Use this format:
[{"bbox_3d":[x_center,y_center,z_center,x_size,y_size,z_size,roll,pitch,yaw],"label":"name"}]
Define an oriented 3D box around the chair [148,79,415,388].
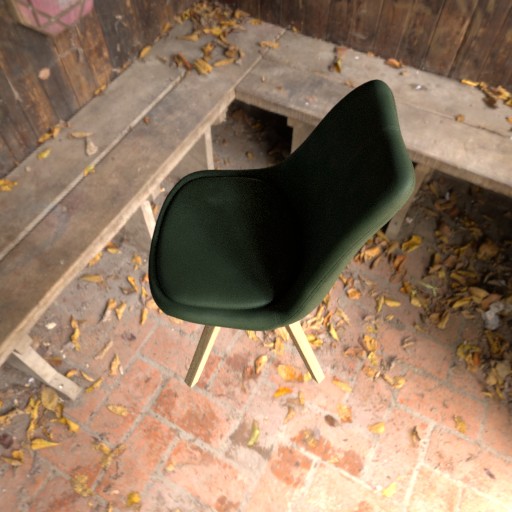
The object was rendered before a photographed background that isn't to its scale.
[{"bbox_3d":[0.000,0.000,1.167,0.547,0.865,0.483,0,57,0],"label":"chair"}]
